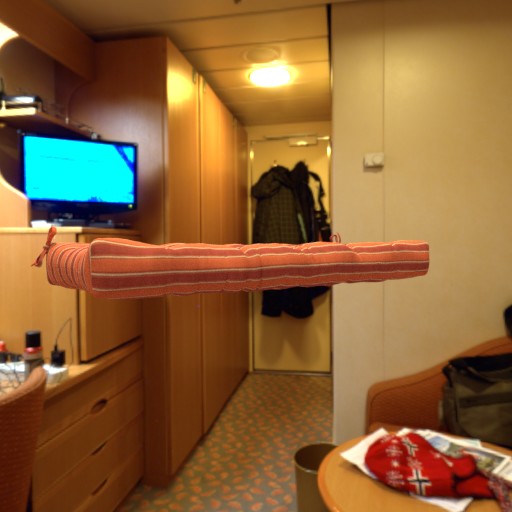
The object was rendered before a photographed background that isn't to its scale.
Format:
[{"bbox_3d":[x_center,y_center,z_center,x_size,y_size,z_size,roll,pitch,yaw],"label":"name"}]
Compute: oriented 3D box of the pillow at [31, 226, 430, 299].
[{"bbox_3d":[0.000,0.000,1.367,1.194,0.174,0.511,-1,2,-36],"label":"pillow"}]
